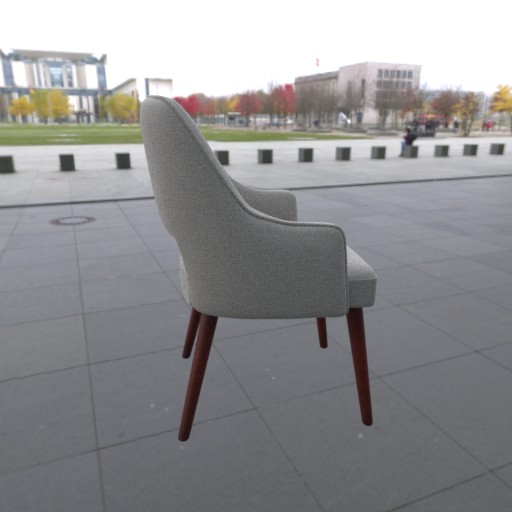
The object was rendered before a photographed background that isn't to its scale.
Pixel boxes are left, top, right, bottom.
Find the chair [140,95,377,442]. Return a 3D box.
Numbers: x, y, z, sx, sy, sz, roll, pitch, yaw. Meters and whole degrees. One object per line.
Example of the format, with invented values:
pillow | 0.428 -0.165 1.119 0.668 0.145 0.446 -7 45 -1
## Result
chair | 0.000 0.000 1.244 0.580 0.840 0.560 -2 17 -7
